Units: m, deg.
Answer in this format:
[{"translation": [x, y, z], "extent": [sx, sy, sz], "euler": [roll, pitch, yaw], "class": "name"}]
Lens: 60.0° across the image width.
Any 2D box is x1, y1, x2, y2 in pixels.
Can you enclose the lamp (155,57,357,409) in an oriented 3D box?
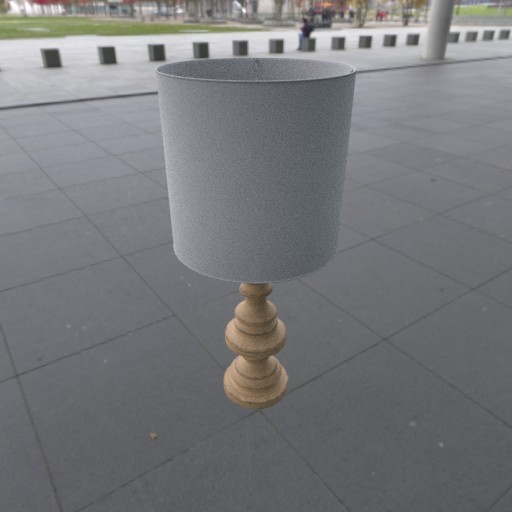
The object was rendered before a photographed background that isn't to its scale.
[{"translation": [0.000, 0.000, 0.577], "extent": [0.208, 0.455, 0.208], "euler": [-10, 31, -18], "class": "lamp"}]
